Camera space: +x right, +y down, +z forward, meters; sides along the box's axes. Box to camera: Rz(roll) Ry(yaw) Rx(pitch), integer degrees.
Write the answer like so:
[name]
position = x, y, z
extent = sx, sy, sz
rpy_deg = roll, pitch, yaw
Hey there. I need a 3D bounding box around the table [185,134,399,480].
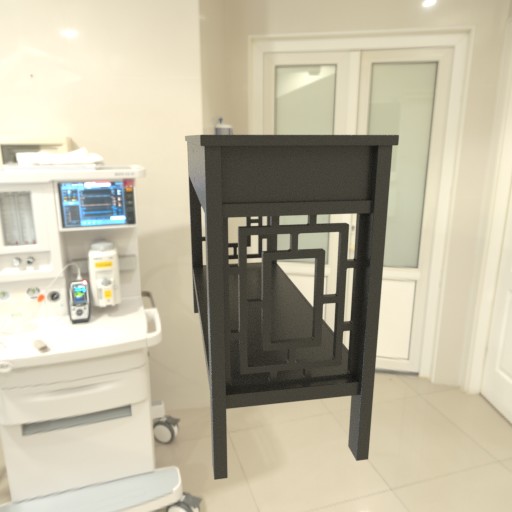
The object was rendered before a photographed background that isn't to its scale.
[table]
position = 0.000, 0.000, 1.436
extent = 0.397, 0.753, 1.068
rpy_deg = -3, 15, -10
